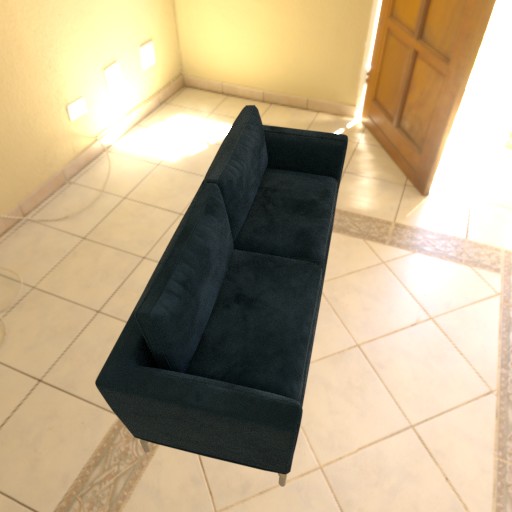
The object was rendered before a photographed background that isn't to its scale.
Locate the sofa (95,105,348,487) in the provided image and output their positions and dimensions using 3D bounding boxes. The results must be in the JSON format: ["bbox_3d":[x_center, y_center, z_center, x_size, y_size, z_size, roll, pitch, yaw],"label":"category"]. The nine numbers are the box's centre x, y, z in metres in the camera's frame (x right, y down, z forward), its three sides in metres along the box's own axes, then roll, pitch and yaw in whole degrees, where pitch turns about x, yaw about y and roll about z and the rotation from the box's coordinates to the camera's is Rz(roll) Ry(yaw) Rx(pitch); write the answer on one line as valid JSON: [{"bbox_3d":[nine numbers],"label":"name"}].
[{"bbox_3d":[0.000,0.000,2.660,0.853,0.998,2.212,9,46,9],"label":"sofa"}]
